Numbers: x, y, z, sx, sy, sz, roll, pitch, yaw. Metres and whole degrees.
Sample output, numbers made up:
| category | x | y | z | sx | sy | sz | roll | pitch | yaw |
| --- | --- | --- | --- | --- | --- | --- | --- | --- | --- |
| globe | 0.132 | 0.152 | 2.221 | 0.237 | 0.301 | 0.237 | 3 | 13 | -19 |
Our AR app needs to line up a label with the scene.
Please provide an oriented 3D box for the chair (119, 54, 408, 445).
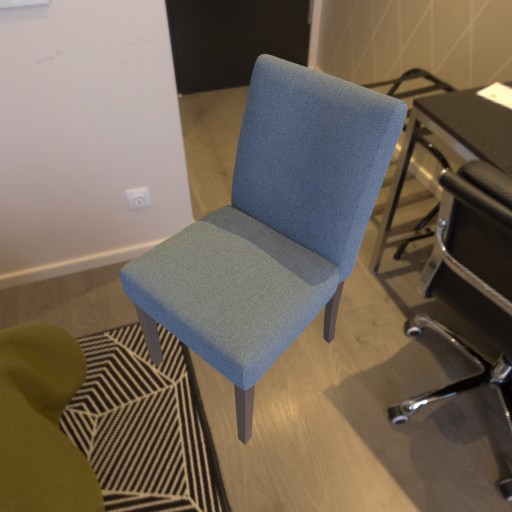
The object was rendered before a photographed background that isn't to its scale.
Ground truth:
| category | x | y | z | sx | sy | sz | roll | pitch | yaw |
| --- | --- | --- | --- | --- | --- | --- | --- | --- | --- |
| chair | 0.000 | 0.000 | 1.283 | 0.487 | 0.882 | 0.629 | 32 | 54 | 27 |
